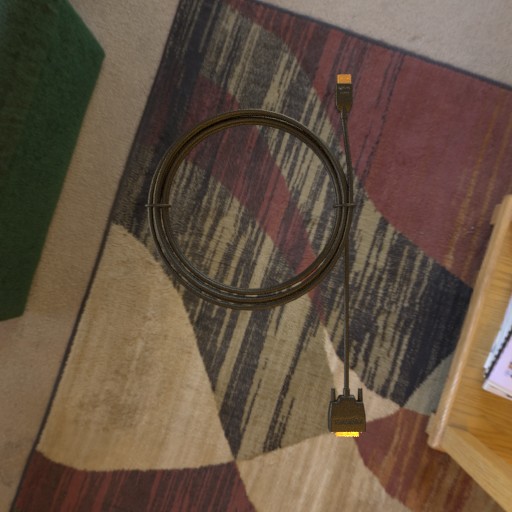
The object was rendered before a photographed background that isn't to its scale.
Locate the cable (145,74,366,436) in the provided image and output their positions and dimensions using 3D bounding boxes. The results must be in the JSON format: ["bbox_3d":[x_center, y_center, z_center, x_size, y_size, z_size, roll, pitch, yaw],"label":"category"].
[{"bbox_3d":[0.000,0.000,0.516,0.257,0.030,0.422,0,90,0],"label":"cable"}]
